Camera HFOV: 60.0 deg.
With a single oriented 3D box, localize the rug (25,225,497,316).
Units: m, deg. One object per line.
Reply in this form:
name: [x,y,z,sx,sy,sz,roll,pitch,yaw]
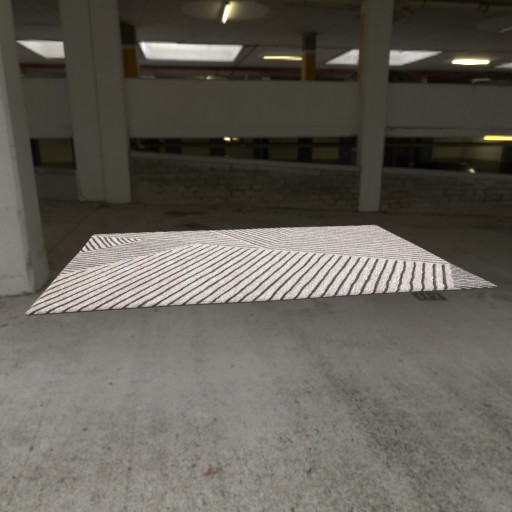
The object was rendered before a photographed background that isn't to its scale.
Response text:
rug: [0.000,0.000,2.281,1.842,0.019,1.237,-2,16,-9]
